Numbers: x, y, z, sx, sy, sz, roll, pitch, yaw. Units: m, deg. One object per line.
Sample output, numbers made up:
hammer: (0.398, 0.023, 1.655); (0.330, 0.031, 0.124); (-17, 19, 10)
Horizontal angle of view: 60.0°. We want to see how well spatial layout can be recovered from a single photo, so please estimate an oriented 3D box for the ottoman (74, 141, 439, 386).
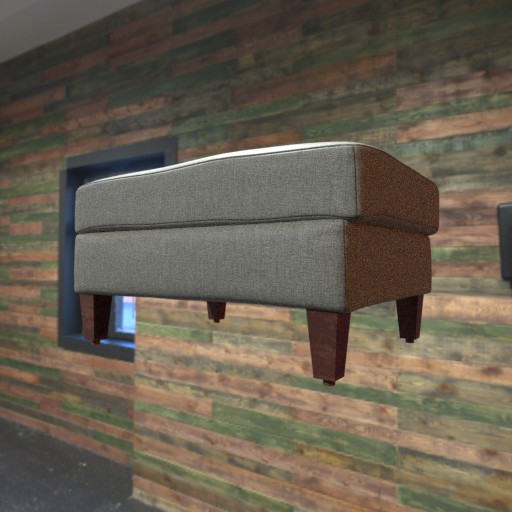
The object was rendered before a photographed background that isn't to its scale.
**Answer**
ottoman: (0.000, 0.000, 1.256); (0.873, 0.494, 0.639); (0, -1, 35)
